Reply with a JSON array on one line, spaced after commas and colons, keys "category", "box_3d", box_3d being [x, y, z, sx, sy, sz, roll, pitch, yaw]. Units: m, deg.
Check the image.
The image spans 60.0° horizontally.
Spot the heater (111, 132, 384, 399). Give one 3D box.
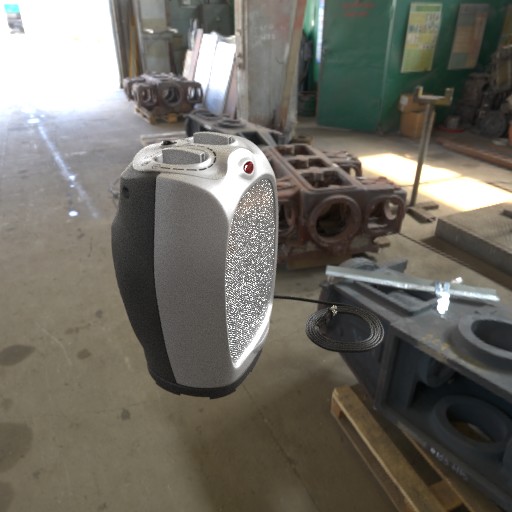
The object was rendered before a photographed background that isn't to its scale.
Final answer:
[{"category": "heater", "box_3d": [0.000, 0.000, 0.482, 0.291, 0.255, 0.239, 10, 31, 17]}]
